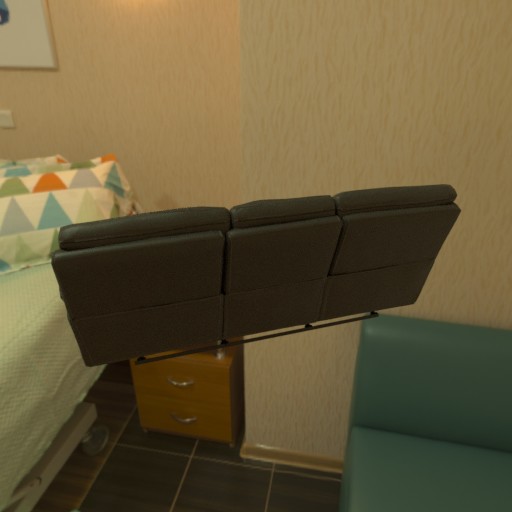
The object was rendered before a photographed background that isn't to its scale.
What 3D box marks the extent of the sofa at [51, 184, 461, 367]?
[{"bbox_3d":[0.000,0.000,3.203,2.627,1.134,1.104,-8,27,-16],"label":"sofa"}]
